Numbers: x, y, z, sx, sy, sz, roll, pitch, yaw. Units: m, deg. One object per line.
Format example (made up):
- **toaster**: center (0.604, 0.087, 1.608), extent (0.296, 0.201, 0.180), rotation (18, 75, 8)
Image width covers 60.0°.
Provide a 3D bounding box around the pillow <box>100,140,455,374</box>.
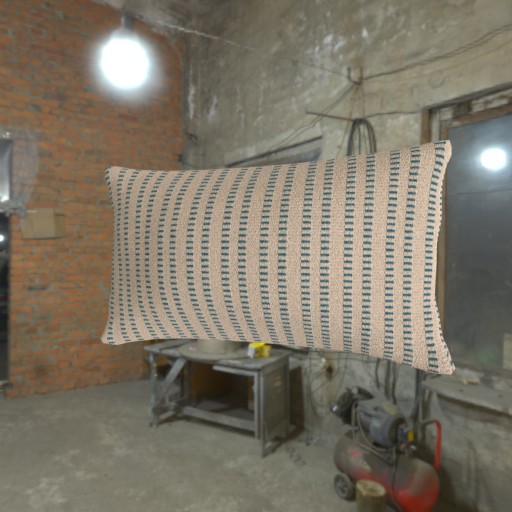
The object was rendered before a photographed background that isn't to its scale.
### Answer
- **pillow**: center (0.000, 0.000, 0.781), extent (0.640, 0.353, 0.210), rotation (0, 0, 20)
